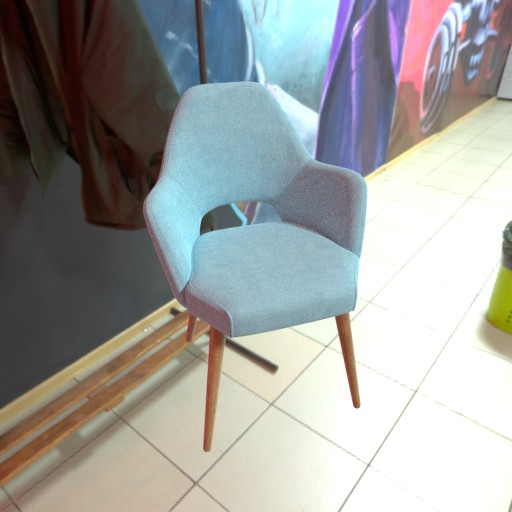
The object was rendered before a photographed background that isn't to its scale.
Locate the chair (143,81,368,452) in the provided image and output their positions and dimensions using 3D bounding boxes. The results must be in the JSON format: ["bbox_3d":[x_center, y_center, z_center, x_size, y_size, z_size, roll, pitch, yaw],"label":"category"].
[{"bbox_3d":[0.000,0.000,1.269,0.590,0.840,0.610,-10,33,-15],"label":"chair"}]
